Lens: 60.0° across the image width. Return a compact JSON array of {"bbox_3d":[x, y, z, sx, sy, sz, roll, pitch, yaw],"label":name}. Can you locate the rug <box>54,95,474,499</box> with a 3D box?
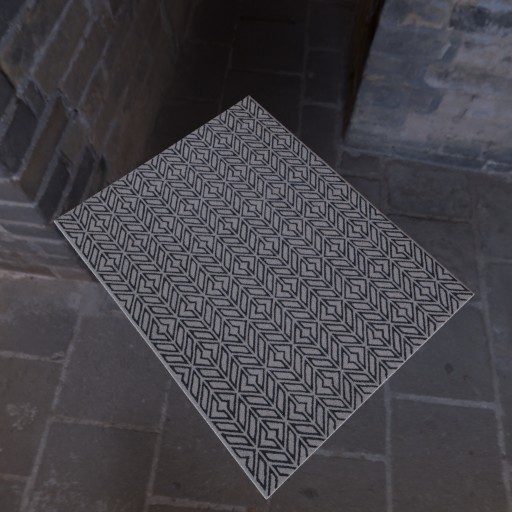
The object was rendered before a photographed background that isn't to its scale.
[{"bbox_3d":[0.000,0.000,4.026,2.421,0.008,3.045,-38,70,-16],"label":"rug"}]
